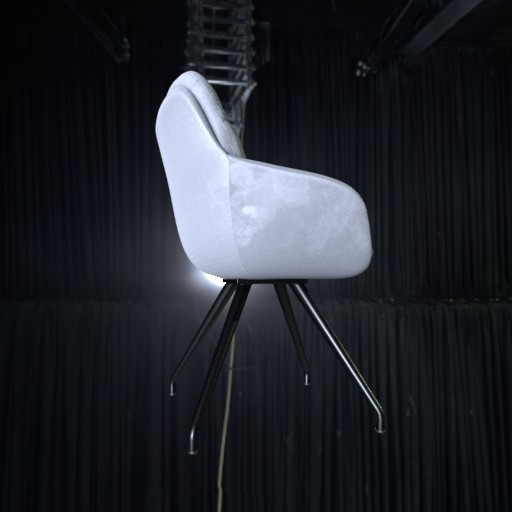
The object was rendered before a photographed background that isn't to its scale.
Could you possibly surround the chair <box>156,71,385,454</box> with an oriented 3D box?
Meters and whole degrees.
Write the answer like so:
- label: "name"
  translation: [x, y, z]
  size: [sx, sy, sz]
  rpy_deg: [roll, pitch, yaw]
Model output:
- label: "chair"
  translation: [0.000, 0.000, 1.282]
  size: [0.569, 0.888, 0.579]
  rpy_deg: [1, -2, -16]
